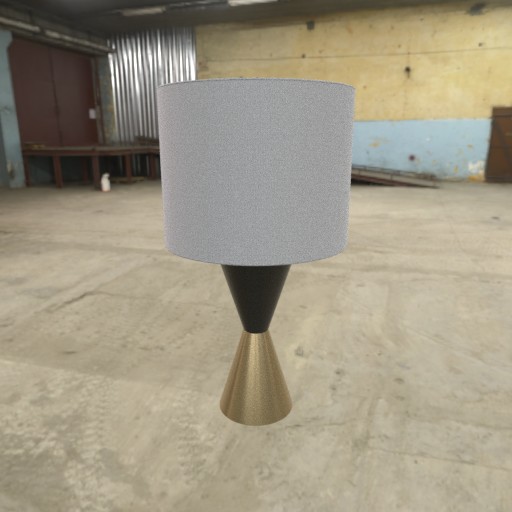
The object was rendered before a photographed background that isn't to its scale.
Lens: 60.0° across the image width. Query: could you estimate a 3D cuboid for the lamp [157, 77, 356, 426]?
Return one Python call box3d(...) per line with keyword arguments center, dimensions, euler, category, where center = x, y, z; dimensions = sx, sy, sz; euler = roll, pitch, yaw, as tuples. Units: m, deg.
box3d(center=(0.000, 0.000, 0.761), dimensions=(0.304, 0.573, 0.304), euler=(-14, 20, -42), category="lamp")
